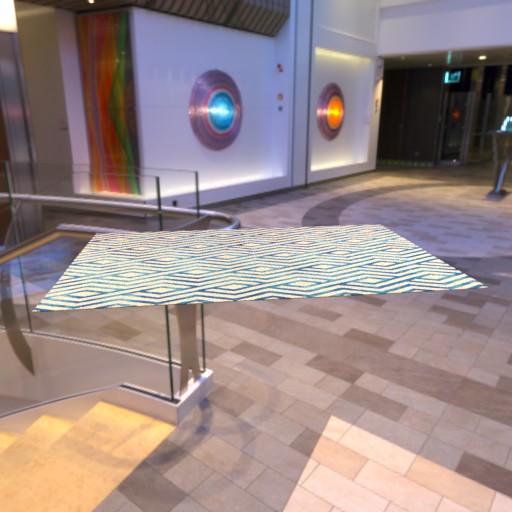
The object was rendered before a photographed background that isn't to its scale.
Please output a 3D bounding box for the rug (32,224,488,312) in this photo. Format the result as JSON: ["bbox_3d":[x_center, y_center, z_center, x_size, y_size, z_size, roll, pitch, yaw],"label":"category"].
[{"bbox_3d":[0.000,0.000,3.064,2.439,0.008,1.531,-2,18,-7],"label":"rug"}]
